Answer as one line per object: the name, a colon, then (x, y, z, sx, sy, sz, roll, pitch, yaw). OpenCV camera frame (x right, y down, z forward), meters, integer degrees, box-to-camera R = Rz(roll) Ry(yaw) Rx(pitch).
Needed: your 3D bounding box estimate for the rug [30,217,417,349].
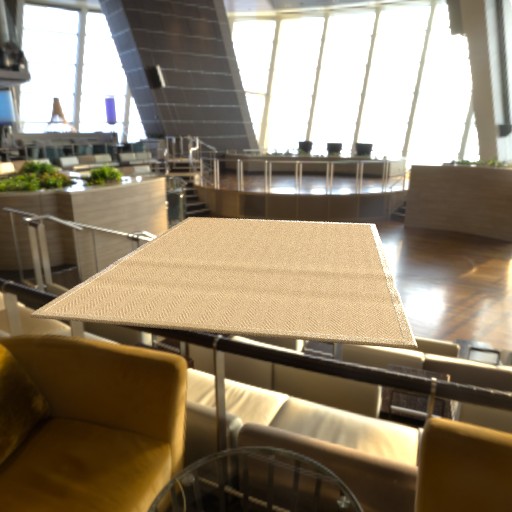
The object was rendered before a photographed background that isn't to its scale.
rug: (0.000, 0.000, 4.737, 2.734, 0.037, 3.659, 3, 17, 10)
